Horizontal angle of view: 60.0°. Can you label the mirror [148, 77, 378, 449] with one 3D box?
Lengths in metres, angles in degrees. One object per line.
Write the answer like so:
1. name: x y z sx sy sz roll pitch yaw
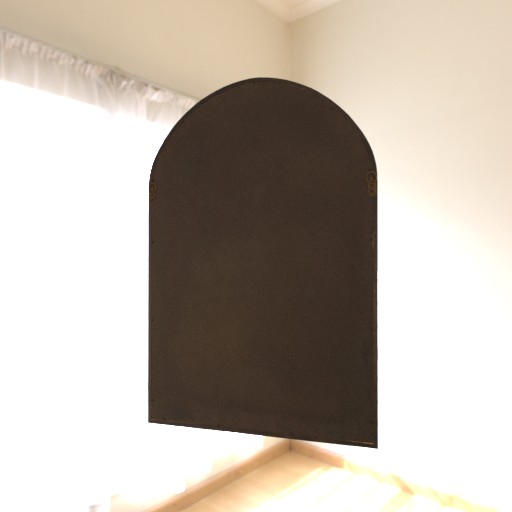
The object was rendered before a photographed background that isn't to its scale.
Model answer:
1. mirror: 0.000 0.000 1.150 0.609 0.915 0.032 0 0 16
